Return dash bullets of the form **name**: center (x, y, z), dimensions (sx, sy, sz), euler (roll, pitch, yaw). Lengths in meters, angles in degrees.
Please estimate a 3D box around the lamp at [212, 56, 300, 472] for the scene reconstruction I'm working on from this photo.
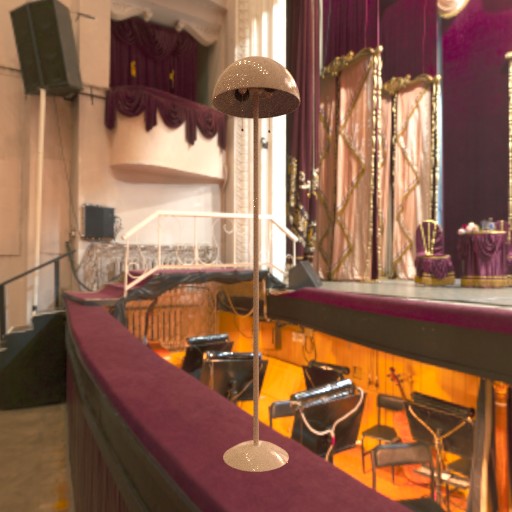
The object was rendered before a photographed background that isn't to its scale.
- **lamp**: center (0.000, 0.000, 1.646), dimensions (0.328, 1.480, 0.328), euler (1, -1, -34)
